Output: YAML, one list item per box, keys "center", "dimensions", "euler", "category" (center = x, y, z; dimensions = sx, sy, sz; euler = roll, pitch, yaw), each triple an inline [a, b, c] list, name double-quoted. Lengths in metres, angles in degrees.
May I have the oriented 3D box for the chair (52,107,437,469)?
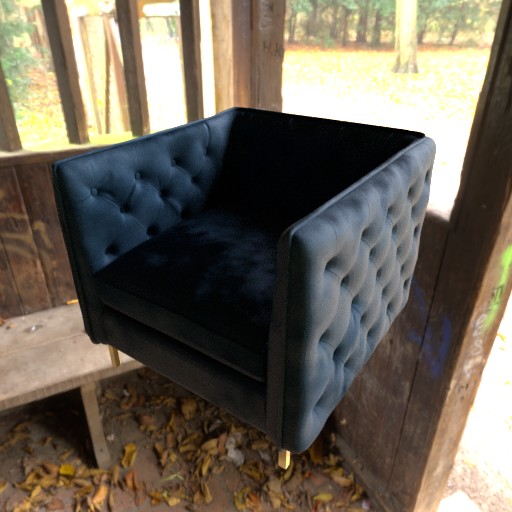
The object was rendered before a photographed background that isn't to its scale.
- center: [0.000, 0.000, 1.490]
  dimensions: [0.868, 0.771, 0.877]
  euler: [18, 34, 30]
  category: "chair"
